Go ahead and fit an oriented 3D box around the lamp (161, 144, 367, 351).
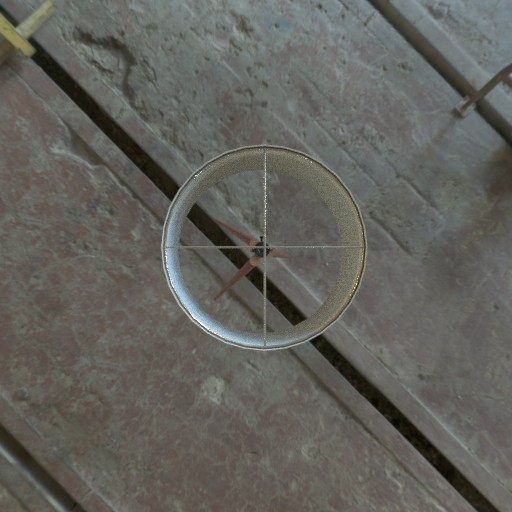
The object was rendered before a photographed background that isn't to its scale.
[{"bbox_3d":[0.000,0.000,1.811,0.483,1.553,0.483,0,88,-2],"label":"lamp"}]
